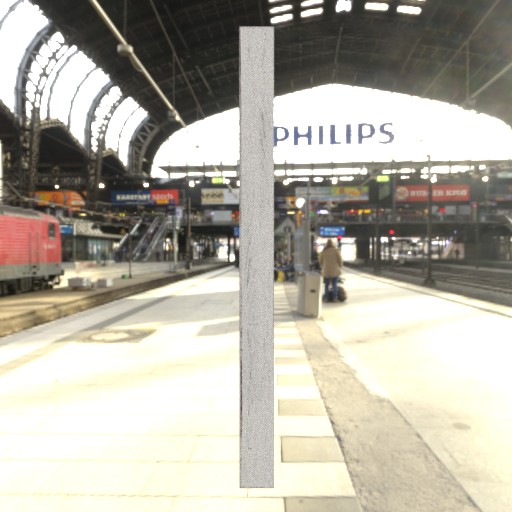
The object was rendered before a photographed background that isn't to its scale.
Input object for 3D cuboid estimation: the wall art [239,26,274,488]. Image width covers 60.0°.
[{"bbox_3d":[0.000,0.000,0.741,0.038,0.508,0.508,0,1,0],"label":"wall art"}]
